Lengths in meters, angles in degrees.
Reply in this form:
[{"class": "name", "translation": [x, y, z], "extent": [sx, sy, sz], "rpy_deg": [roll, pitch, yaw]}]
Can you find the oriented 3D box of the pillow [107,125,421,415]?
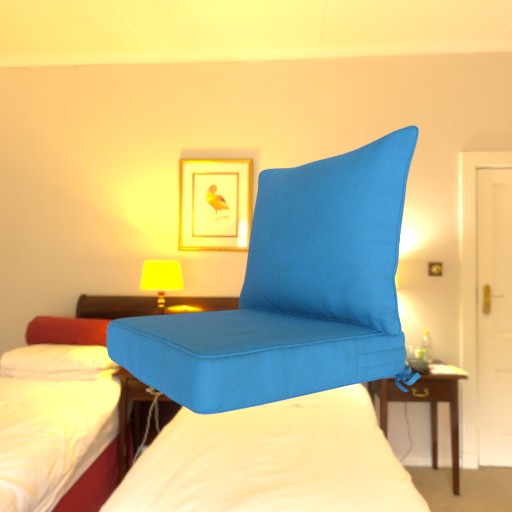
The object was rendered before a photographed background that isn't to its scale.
[{"class": "pillow", "translation": [0.000, 0.000, 1.365], "extent": [0.733, 0.725, 0.798], "rpy_deg": [1, -1, -34]}]
